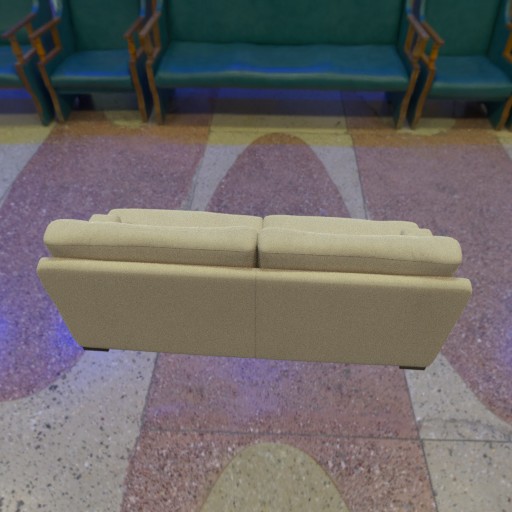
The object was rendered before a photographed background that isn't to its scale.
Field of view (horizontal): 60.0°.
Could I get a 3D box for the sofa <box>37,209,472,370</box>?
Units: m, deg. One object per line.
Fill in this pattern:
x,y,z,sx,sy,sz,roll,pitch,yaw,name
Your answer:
0.000,0.000,2.662,2.147,0.925,0.929,3,46,3,sofa
